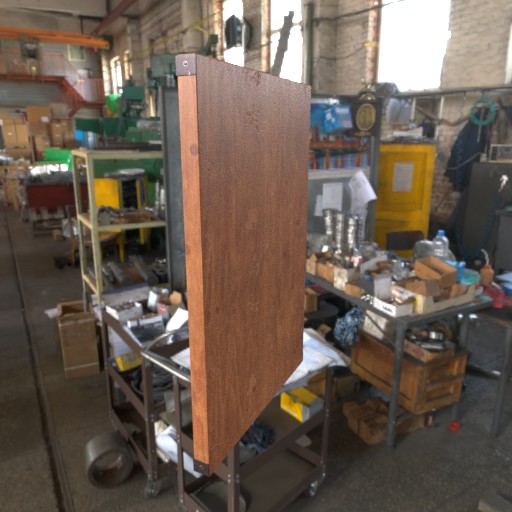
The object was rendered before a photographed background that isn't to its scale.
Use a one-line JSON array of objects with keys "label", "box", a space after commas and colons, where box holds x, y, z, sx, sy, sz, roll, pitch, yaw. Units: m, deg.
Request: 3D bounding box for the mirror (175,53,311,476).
[{"label": "mirror", "box": [0.000, 0.000, 0.994, 0.053, 0.761, 0.517, 7, 17, 25]}]
